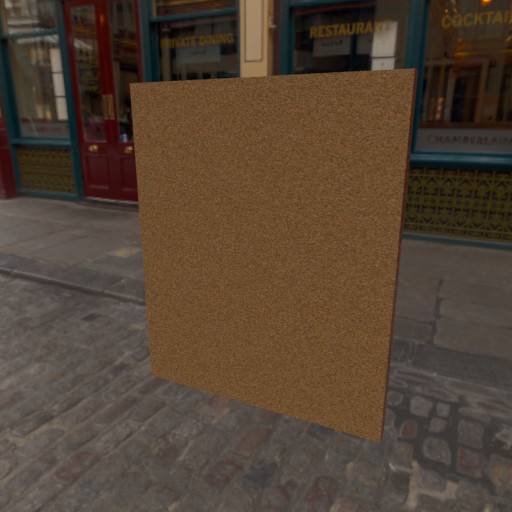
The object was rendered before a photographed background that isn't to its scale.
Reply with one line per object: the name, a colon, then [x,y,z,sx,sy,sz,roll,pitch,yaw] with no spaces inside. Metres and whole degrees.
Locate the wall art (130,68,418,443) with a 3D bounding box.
wall art: [0.000,0.000,0.757,0.467,0.567,0.033,8,18,25]
